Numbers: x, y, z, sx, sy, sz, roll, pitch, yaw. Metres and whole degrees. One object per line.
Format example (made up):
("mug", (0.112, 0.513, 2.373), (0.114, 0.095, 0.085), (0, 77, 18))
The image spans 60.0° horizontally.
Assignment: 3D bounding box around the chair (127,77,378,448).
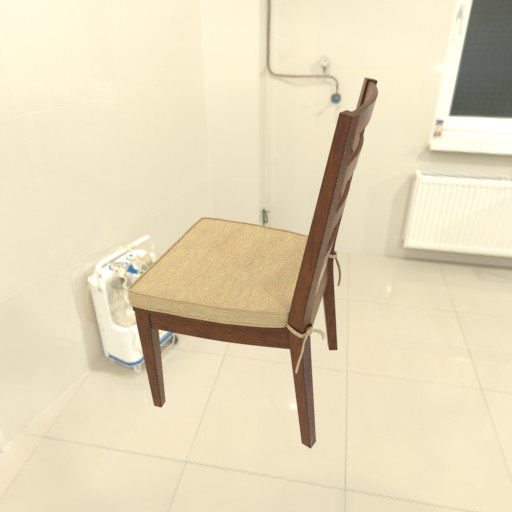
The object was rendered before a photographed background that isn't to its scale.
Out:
("chair", (0.000, 0.000, 1.354), (0.595, 0.979, 0.593), (9, 31, 15))
